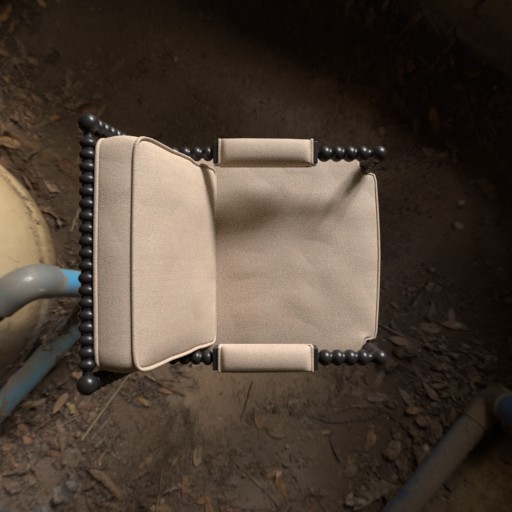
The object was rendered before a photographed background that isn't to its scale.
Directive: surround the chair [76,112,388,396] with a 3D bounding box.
[{"bbox_3d":[0.000,0.000,1.148,0.657,0.703,0.555,0,89,0],"label":"chair"}]
